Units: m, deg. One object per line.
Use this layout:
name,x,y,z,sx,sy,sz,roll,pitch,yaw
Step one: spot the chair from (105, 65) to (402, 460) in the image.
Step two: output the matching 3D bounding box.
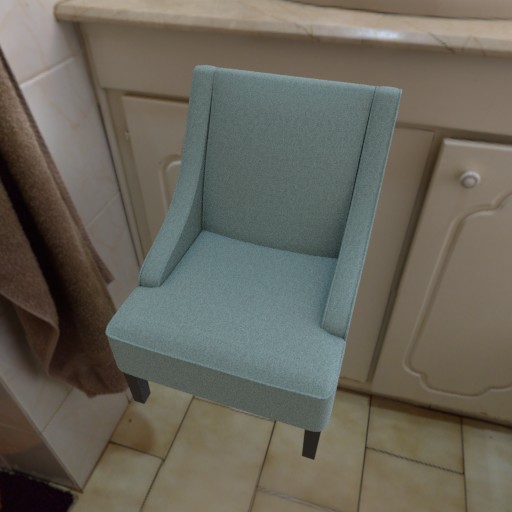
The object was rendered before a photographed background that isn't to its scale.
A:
chair,0.000,0.000,1.812,0.857,1.133,1.025,13,43,14
